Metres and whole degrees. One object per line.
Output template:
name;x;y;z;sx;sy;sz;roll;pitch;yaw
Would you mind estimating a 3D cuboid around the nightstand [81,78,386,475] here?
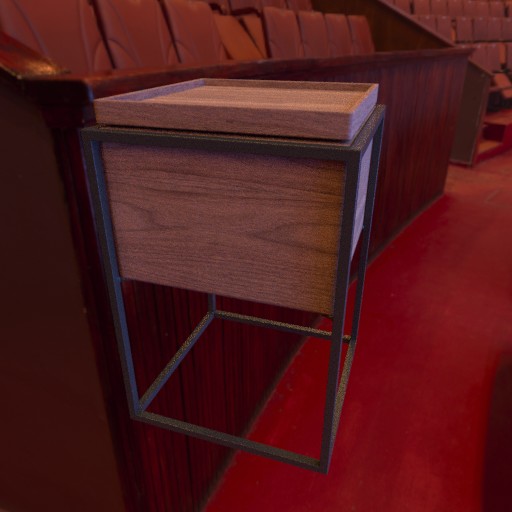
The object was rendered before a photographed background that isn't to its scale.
nightstand;0.000;0.000;0.864;0.397;0.607;0.397;9;28;17
